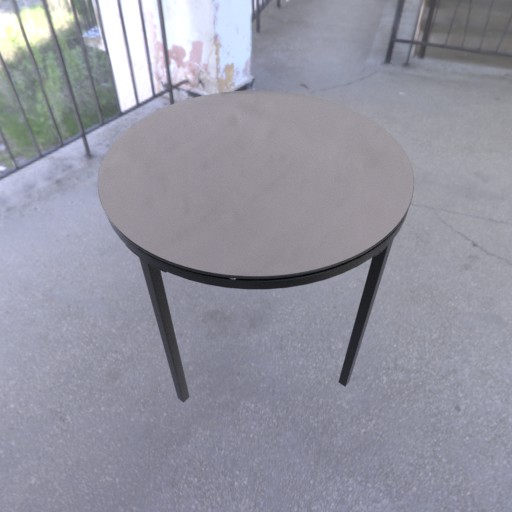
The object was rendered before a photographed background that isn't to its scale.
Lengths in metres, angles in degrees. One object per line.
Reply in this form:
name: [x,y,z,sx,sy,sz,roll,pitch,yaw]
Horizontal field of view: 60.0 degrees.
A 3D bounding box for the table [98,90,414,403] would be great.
table: [0.000,0.000,0.877,0.499,0.443,0.499,0,46,0]
